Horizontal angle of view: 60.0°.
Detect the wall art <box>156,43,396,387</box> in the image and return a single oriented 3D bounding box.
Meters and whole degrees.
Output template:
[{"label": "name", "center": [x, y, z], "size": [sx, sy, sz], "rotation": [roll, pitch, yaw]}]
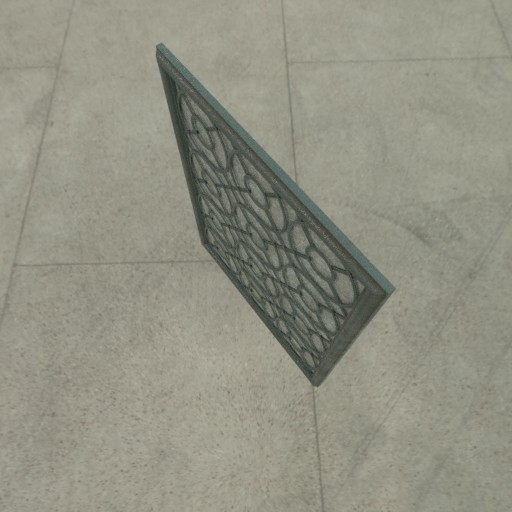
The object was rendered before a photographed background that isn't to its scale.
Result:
[{"label": "wall art", "center": [0.000, 0.000, 1.338], "size": [0.030, 0.983, 0.767], "rotation": [-34, 69, -15]}]
